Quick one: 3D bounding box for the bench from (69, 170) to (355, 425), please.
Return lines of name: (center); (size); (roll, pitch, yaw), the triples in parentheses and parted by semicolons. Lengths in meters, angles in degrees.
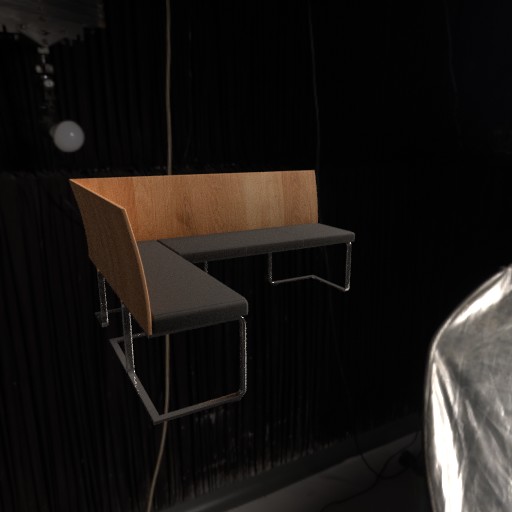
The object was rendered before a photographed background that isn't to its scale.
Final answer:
bench: (0.000, 0.000, 2.808); (1.945, 0.930, 1.495); (-8, 16, -28)
